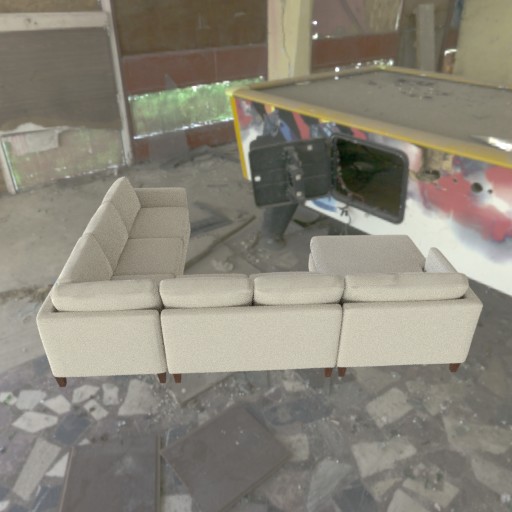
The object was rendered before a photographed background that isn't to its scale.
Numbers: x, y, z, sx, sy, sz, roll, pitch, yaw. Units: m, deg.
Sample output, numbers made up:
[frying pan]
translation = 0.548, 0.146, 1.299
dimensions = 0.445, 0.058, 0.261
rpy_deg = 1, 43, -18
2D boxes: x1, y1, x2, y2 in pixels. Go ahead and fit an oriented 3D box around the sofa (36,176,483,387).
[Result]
[sofa]
translation = 0.000, 0.000, 4.571
dimensions = 3.459, 0.956, 2.593
rpy_deg = -2, 31, -3
